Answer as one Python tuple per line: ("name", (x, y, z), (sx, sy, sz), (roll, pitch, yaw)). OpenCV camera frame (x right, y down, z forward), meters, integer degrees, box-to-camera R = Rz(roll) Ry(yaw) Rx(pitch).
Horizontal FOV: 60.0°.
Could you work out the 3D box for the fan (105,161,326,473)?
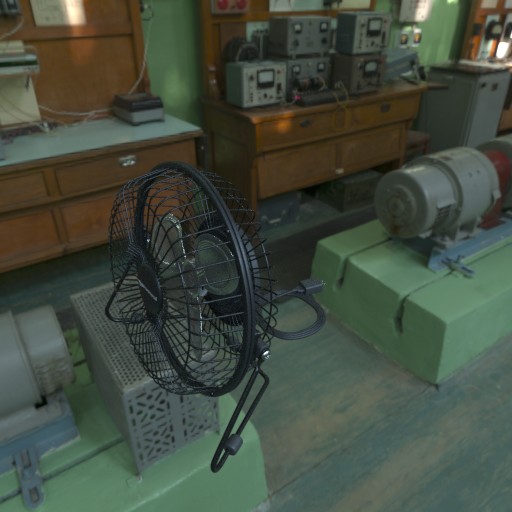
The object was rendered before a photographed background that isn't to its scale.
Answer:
("fan", (0.000, 0.000, 0.384), (0.227, 0.188, 0.209), (-21, 37, -30))
